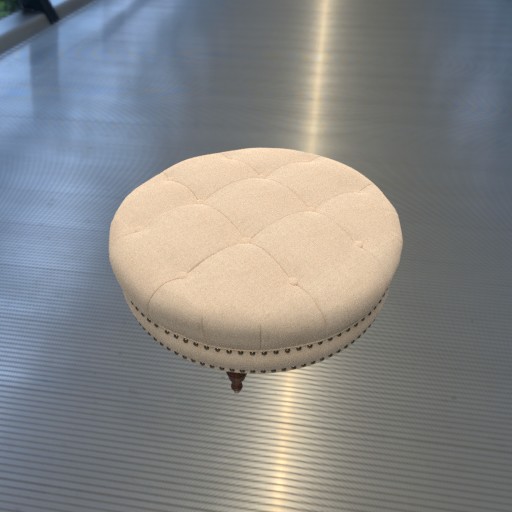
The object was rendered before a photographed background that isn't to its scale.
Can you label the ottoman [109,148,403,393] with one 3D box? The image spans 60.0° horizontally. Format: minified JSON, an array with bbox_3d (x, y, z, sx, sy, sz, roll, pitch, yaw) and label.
[{"bbox_3d":[0.000,0.000,1.547,0.940,0.483,0.940,0,41,0],"label":"ottoman"}]
